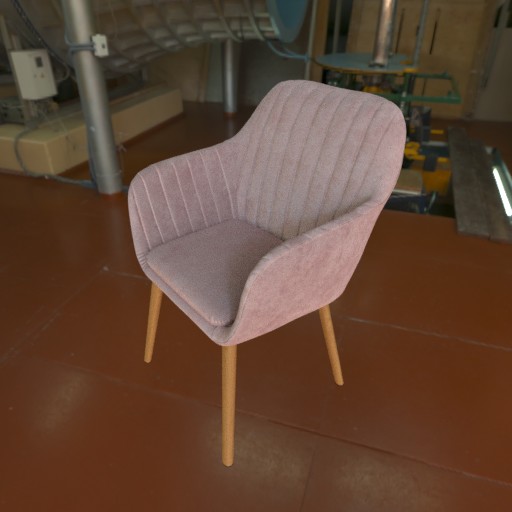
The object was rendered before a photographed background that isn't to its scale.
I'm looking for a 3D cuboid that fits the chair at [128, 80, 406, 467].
[{"bbox_3d":[0.000,0.000,1.233,0.570,0.832,0.610,-22,38,-32],"label":"chair"}]
